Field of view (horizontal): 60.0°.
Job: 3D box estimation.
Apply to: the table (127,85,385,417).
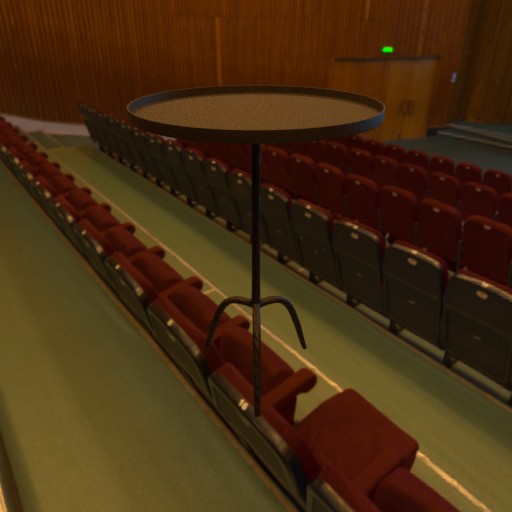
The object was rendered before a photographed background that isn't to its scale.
[{"bbox_3d":[0.000,0.000,1.053,0.502,0.700,0.502,-20,34,-32],"label":"table"}]
